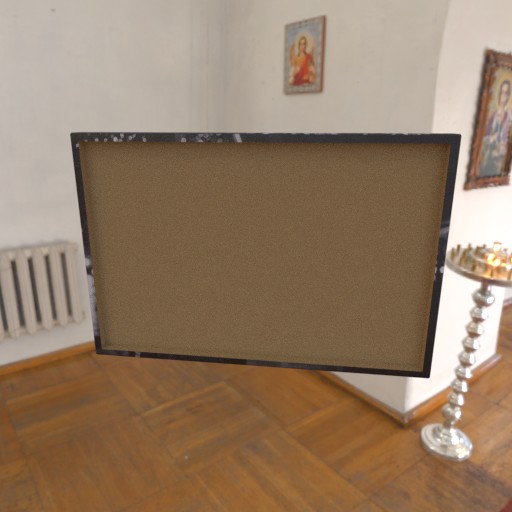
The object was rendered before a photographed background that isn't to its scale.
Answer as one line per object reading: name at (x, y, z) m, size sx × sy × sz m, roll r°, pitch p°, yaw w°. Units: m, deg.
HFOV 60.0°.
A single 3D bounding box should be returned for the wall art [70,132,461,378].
wall art at (0.000, 0.000, 0.760) m, size 0.609 × 0.406 × 0.037 m, roll 2°, pitch 17°, yaw 7°
